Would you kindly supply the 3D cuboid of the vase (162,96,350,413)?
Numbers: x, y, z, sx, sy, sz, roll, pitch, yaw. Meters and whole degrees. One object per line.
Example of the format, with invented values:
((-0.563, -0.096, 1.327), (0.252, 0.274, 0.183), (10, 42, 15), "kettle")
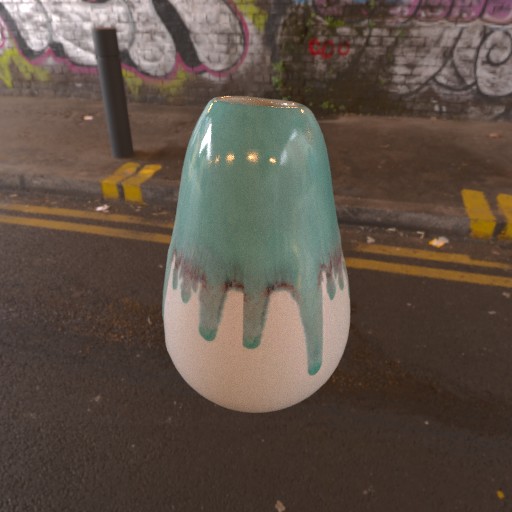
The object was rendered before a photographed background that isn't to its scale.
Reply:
((0.000, 0.000, 0.258), (0.116, 0.179, 0.116), (0, 31, 0), "vase")
